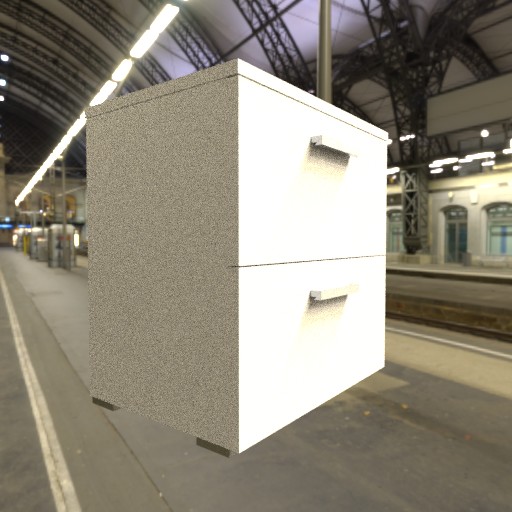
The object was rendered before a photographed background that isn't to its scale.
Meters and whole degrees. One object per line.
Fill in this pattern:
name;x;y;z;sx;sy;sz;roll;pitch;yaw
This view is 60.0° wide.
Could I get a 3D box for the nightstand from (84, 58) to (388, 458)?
nightstand;0.000;0.000;0.764;0.325;0.460;0.441;2;3;38
